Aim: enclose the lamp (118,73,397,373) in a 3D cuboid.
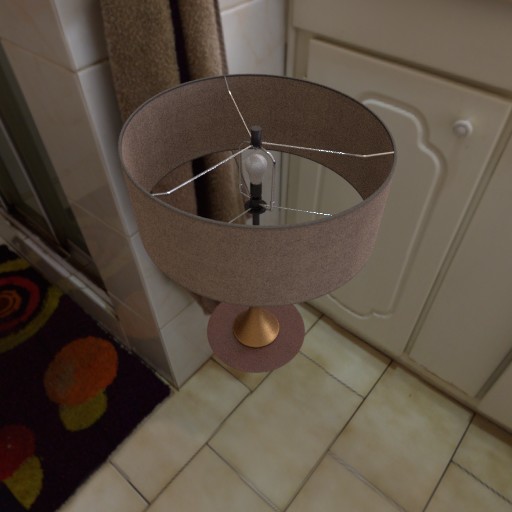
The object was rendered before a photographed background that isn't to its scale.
[{"bbox_3d":[0.000,0.000,0.854,0.417,0.551,0.396,34,55,27],"label":"lamp"}]
